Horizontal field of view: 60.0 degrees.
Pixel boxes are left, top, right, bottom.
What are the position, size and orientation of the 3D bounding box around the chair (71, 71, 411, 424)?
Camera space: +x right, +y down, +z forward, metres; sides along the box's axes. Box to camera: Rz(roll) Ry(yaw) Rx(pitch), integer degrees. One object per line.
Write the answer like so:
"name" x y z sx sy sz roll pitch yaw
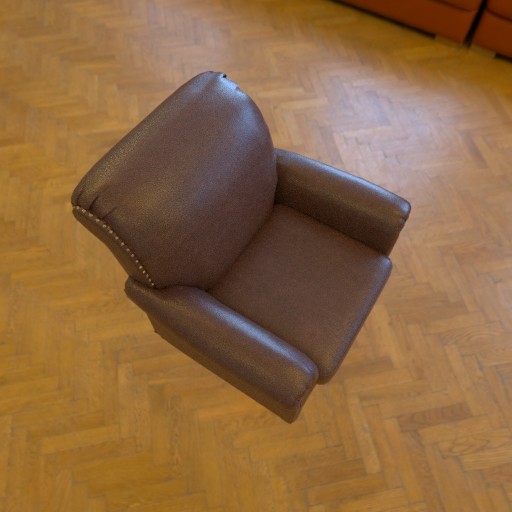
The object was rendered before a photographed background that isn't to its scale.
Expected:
"chair" 0.000 0.000 1.614 0.890 0.927 0.854 29 63 16
